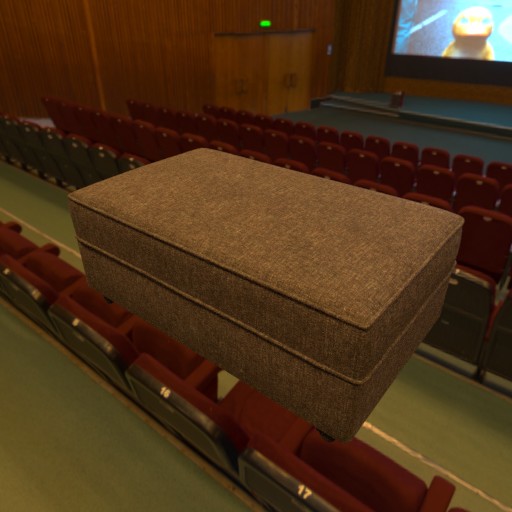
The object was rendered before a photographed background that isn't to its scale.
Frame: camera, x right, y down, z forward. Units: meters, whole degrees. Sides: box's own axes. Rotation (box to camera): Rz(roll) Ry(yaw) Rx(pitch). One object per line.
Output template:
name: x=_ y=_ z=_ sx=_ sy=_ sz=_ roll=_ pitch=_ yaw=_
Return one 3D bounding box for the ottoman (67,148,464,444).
ottoman: x=0.000 y=0.000 z=1.571 sx=1.184 sy=0.487 sz=0.717 roll=22 pitch=37 yaw=33
